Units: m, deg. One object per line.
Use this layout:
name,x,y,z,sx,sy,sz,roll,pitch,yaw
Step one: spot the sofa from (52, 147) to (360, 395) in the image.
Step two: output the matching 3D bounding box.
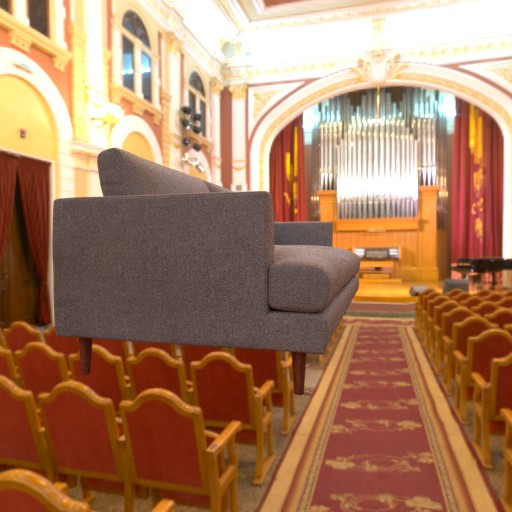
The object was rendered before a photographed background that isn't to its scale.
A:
sofa,0.000,0.000,2.413,1.020,0.868,1.948,0,1,16
